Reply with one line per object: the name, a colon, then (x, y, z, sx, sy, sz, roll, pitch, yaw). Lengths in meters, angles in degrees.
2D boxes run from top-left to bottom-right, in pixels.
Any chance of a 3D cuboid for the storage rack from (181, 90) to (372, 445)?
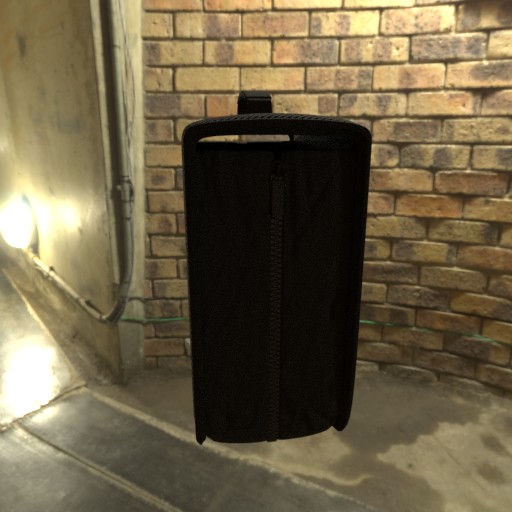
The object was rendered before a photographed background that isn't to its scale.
storage rack: (0.000, 0.000, 0.554, 0.168, 0.387, 0.297, -2, 16, -8)
